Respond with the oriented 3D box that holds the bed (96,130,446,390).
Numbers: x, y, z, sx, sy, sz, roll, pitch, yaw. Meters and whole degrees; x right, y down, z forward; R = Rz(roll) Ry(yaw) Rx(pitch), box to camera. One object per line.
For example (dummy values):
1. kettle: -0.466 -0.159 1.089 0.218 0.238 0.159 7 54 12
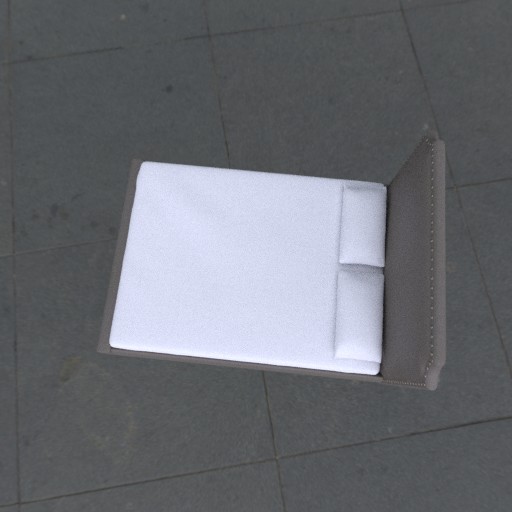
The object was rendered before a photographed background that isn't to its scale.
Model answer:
1. bed: 0.000 0.000 3.412 2.372 1.443 1.712 6 76 1
